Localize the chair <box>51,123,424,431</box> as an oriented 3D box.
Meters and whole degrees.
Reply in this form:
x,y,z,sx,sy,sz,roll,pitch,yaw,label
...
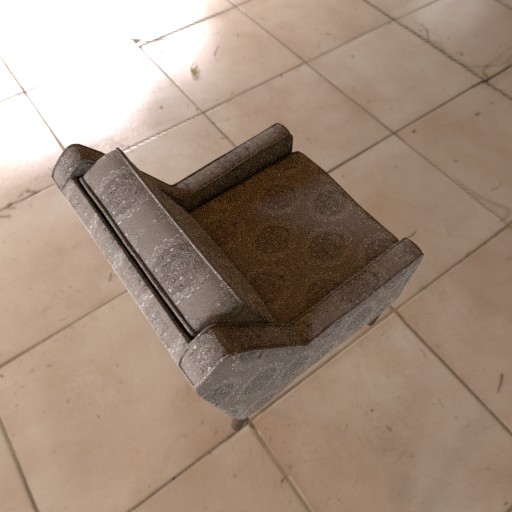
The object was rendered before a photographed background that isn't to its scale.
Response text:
x,y,z,sx,sy,sz,roll,pitch,yaw,label
0.000,0.000,1.319,0.750,0.797,0.665,-33,64,-18,chair
